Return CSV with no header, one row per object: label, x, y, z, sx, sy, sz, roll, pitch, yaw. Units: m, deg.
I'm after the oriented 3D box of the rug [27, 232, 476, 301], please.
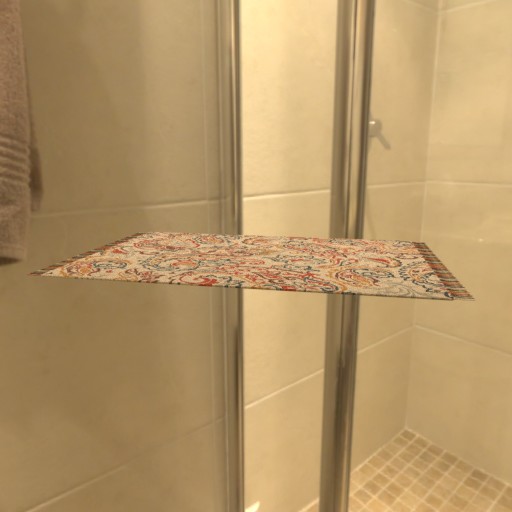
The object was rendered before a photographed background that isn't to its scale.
rug,0.000,0.000,2.493,1.997,0.010,1.218,3,13,11
